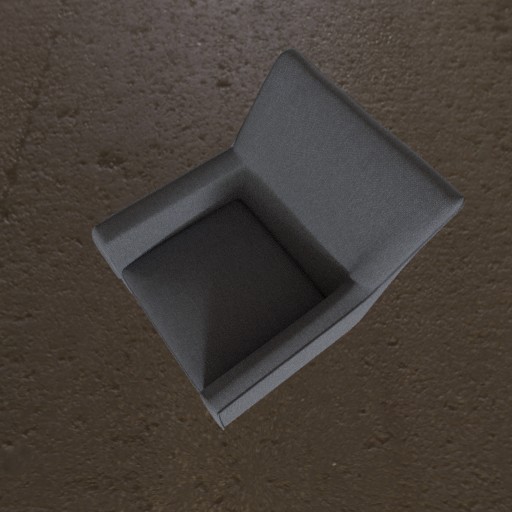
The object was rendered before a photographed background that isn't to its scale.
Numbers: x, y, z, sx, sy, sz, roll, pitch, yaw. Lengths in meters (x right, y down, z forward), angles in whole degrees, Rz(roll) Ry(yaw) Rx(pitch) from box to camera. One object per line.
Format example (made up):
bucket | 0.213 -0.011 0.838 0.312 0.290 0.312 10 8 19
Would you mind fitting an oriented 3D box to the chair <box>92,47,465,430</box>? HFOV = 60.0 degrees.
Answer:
chair | 0.000 0.000 1.621 0.899 0.919 0.780 -34 68 -15
